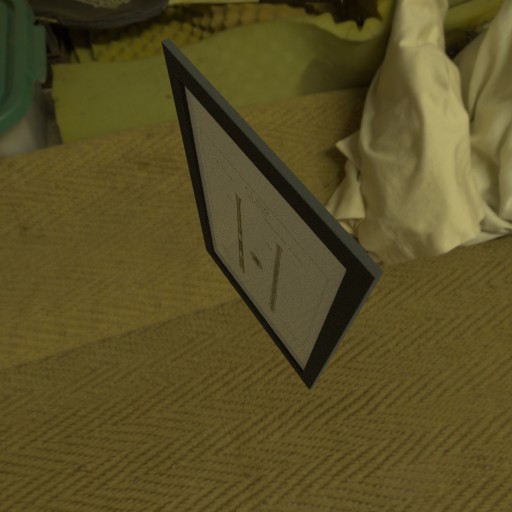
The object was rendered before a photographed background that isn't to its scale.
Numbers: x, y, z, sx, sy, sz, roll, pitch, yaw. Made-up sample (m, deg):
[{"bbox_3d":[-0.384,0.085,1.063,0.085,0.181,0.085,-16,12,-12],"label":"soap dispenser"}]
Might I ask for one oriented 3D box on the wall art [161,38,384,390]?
[{"bbox_3d":[0.000,0.000,0.690,0.012,0.529,0.374,-32,67,-15],"label":"wall art"}]
